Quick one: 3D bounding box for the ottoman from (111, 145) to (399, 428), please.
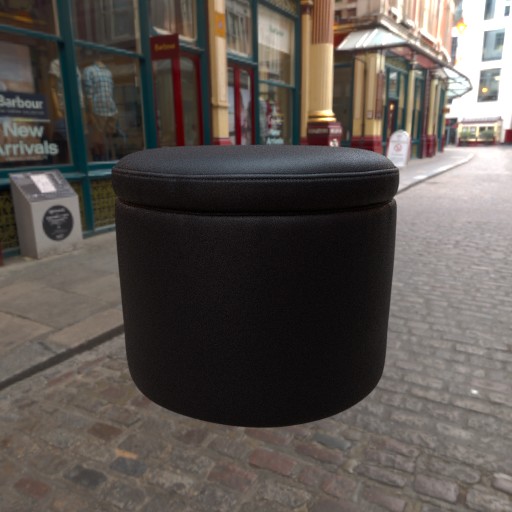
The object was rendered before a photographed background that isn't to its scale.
[{"bbox_3d":[0.000,0.000,0.844,0.501,0.409,0.501,0,15,0],"label":"ottoman"}]
